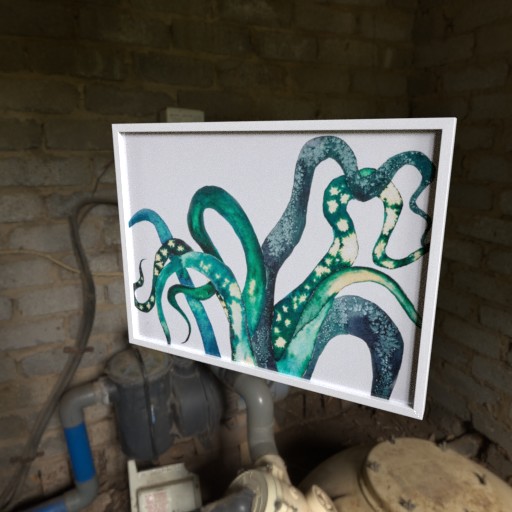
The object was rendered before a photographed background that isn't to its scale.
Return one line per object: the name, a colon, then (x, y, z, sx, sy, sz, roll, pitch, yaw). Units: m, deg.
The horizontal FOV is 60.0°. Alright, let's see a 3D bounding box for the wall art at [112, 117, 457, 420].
wall art: (0.000, 0.000, 1.357, 1.041, 0.787, 0.053, 7, 17, 26)
